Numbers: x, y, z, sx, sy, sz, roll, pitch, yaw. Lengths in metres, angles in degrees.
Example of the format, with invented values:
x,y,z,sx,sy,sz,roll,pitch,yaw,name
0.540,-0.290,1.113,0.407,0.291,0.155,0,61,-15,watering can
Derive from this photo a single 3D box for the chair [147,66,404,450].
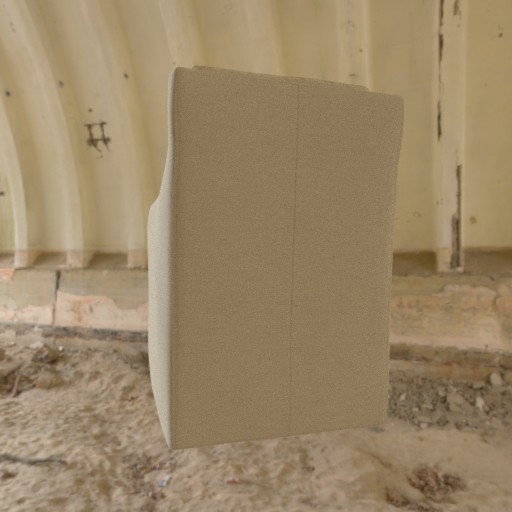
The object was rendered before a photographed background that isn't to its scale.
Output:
x,y,z,sx,sy,sz,roll,pitch,yaw,name
0.000,0.000,1.352,0.626,0.914,0.694,0,-1,-17,chair
